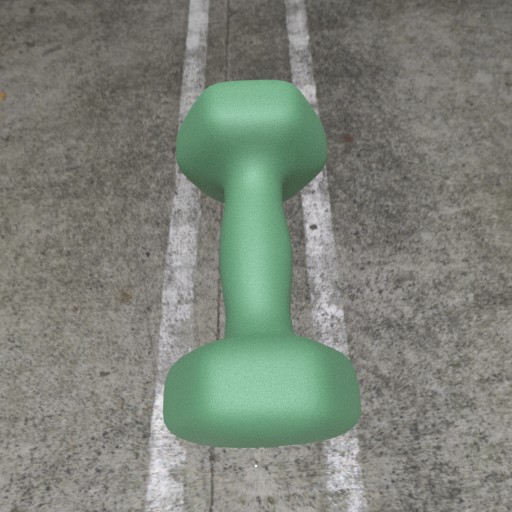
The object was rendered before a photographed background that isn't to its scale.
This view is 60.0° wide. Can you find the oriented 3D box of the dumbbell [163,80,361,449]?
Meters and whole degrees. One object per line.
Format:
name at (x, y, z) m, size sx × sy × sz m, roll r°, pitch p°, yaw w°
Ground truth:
dumbbell at (0.000, 0.000, 0.322) m, size 0.126 × 0.114 × 0.257 m, roll -1°, pitch 65°, yaw -1°
